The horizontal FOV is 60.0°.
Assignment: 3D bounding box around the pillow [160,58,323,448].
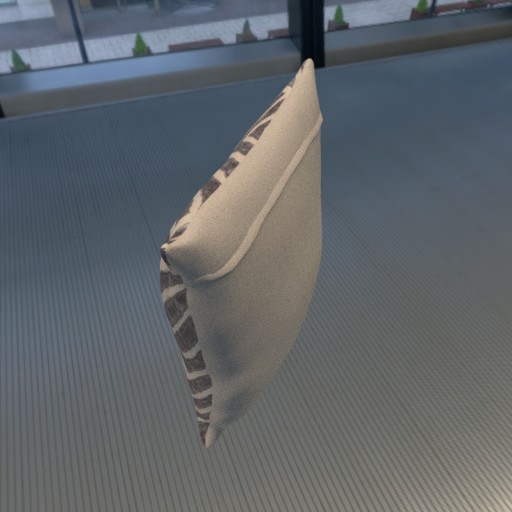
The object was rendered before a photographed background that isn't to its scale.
[{"bbox_3d":[0.000,0.000,0.672,0.182,0.441,0.440,16,47,15],"label":"pillow"}]
